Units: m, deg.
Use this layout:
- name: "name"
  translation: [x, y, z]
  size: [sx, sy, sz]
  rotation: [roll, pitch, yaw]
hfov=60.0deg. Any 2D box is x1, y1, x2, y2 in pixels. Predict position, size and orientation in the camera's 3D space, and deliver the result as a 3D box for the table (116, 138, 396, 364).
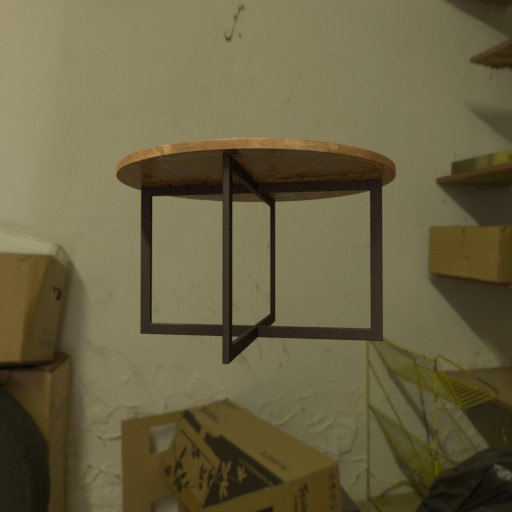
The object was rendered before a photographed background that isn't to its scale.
- name: "table"
  translation: [0.000, 0.000, 2.093]
  size: [1.264, 0.762, 1.264]
  rotation: [0, -1, 0]
